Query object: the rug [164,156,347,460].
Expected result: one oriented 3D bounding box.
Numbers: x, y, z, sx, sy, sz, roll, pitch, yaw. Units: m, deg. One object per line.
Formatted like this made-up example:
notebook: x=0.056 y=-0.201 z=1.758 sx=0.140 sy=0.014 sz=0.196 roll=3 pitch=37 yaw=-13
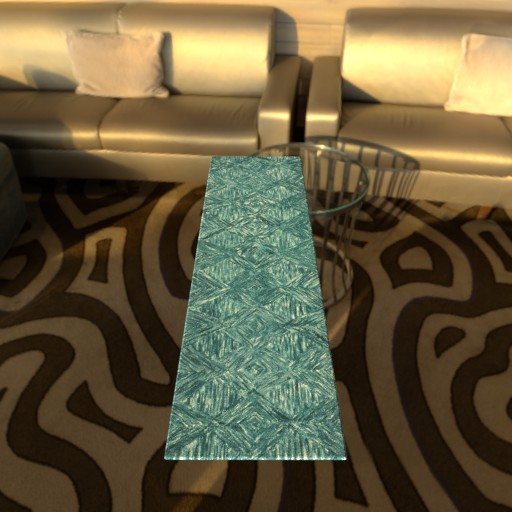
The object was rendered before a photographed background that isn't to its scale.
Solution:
rug: x=0.000 y=0.000 z=2.497 sx=0.676 sy=0.016 sz=2.286 roll=0 pitch=41 yaw=0
